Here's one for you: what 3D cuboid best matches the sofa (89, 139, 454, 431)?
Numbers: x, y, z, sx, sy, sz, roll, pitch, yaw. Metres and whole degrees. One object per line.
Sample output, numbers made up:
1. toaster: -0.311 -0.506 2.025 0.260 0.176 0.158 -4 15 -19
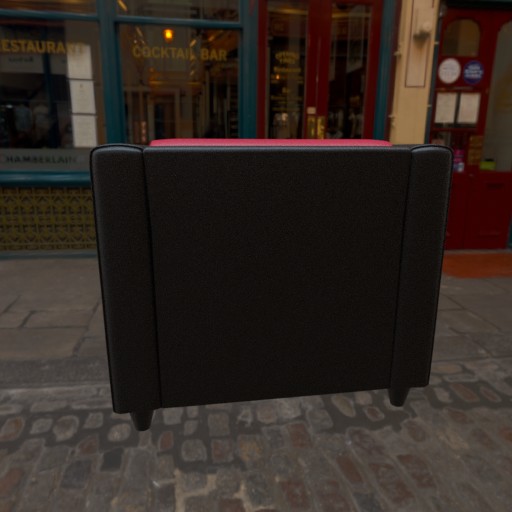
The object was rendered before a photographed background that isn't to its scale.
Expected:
1. sofa: 0.000 0.000 1.443 0.839 0.724 0.809 -2 14 -9
